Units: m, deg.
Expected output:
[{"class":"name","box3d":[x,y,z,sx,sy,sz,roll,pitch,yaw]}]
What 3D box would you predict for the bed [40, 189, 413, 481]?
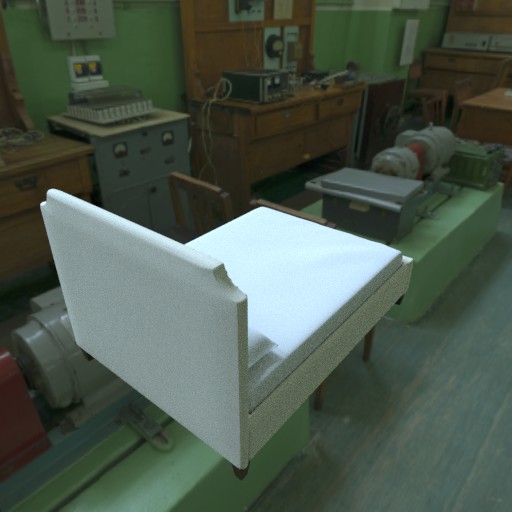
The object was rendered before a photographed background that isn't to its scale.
[{"class":"bed","box3d":[0.000,0.000,3.441,1.712,1.443,2.372,22,37,33]}]
